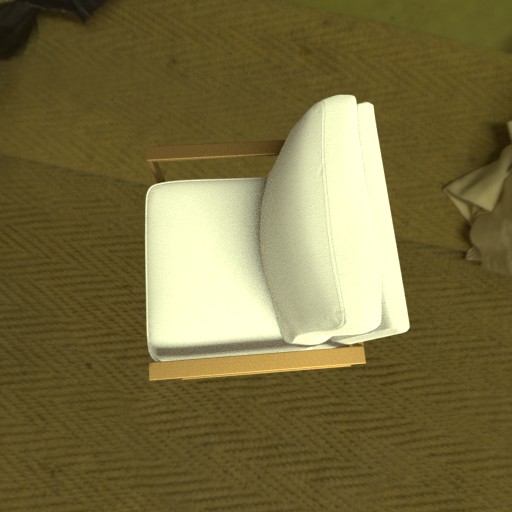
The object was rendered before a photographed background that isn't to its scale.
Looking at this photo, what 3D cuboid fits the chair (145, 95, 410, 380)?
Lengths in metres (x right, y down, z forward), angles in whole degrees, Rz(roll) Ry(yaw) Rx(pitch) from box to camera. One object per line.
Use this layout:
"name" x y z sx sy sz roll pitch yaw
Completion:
"chair" 0.000 0.000 1.582 0.813 0.966 0.805 -4 75 -1
